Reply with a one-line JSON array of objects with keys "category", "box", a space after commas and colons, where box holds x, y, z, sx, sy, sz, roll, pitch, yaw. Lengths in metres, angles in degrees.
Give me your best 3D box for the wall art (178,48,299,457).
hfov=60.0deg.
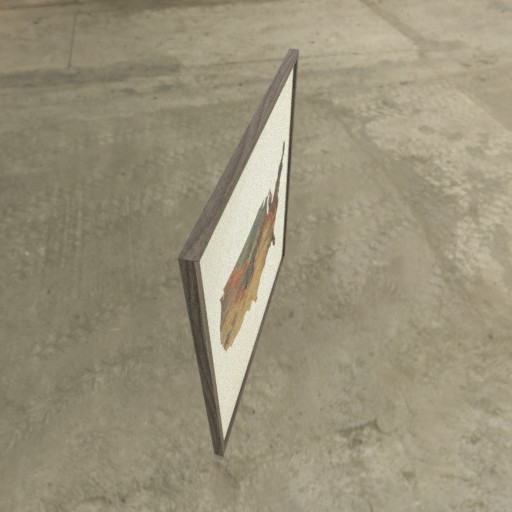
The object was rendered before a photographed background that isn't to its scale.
[{"category": "wall art", "box": [0.000, 0.000, 0.766, 0.016, 0.507, 0.508, 11, 47, 10]}]
